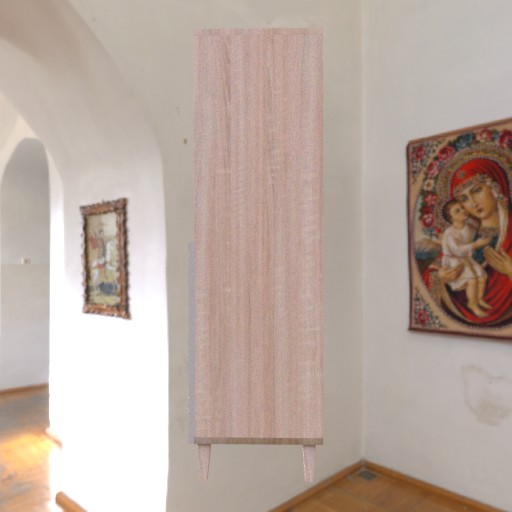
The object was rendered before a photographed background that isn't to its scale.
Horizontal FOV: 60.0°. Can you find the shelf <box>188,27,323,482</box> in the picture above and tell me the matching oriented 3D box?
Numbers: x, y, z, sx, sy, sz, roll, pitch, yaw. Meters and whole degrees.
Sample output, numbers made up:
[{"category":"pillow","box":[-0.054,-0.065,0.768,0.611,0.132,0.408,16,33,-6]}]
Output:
[{"category":"shelf","box":[0.000,0.000,1.861,0.434,1.405,0.995,0,0,1]}]
